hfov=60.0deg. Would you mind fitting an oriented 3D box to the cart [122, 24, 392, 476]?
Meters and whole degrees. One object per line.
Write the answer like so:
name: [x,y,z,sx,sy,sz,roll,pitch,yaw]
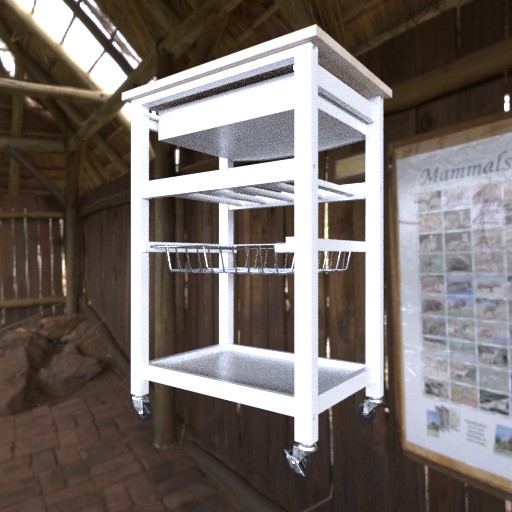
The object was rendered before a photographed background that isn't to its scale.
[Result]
cart: [0.000,0.000,1.155,0.578,0.857,0.406,0,0,37]
